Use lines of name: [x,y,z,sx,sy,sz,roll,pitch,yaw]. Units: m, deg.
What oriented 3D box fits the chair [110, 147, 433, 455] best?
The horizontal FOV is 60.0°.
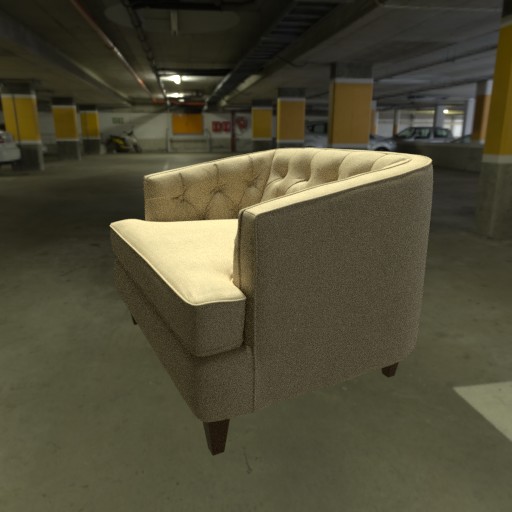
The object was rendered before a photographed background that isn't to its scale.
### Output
chair: [0.000,0.000,1.702,0.914,0.787,1.118,-8,17,-26]
